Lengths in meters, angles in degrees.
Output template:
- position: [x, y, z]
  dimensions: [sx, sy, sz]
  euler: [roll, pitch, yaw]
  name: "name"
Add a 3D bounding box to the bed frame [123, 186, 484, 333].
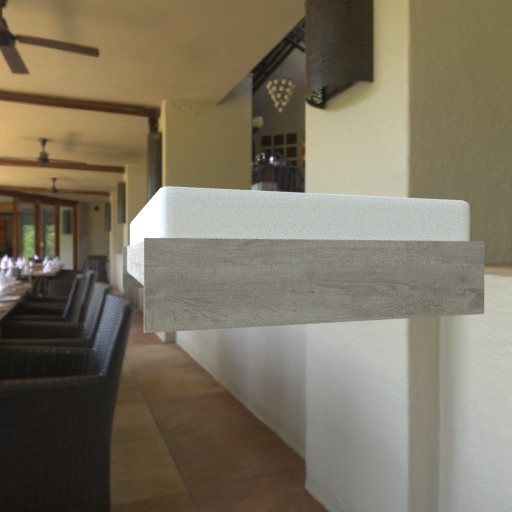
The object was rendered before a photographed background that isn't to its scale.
- position: [0.000, 0.000, 2.623]
  dimensions: [1.445, 0.497, 1.945]
  euler: [0, 0, -19]
  name: "bed frame"
